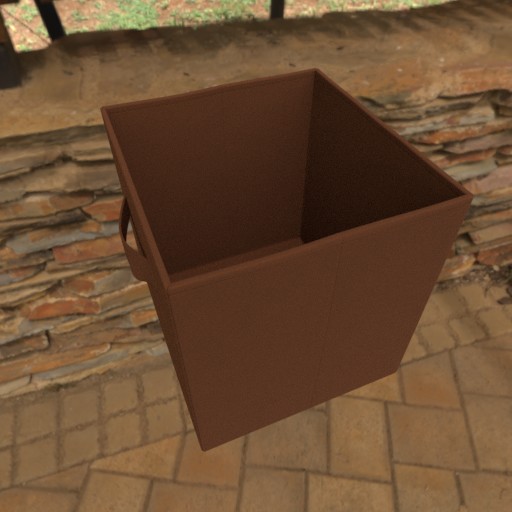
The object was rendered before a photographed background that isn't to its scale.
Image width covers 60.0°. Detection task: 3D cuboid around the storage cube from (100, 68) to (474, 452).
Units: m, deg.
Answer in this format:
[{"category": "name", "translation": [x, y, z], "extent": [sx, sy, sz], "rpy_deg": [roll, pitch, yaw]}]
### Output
[{"category": "storage cube", "translation": [0.000, 0.000, 0.500], "extent": [0.270, 0.280, 0.270], "rpy_deg": [-17, 48, -16]}]
